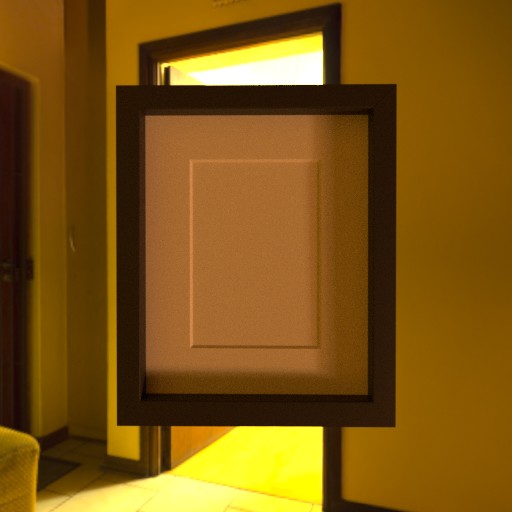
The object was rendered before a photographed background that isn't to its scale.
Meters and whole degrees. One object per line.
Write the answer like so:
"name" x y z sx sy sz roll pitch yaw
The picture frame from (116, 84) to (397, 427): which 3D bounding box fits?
"picture frame" 0.000 0.000 0.388 0.232 0.284 0.042 0 1 1
